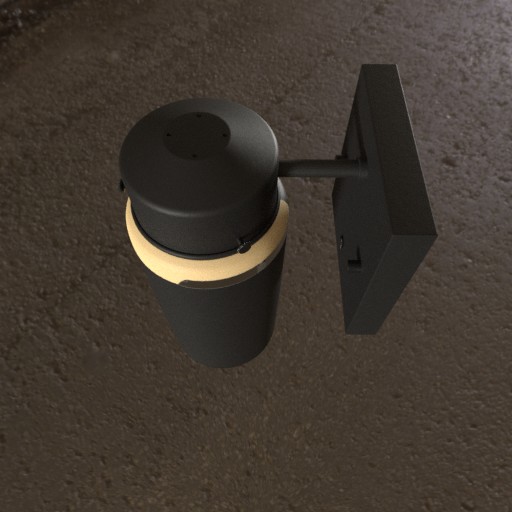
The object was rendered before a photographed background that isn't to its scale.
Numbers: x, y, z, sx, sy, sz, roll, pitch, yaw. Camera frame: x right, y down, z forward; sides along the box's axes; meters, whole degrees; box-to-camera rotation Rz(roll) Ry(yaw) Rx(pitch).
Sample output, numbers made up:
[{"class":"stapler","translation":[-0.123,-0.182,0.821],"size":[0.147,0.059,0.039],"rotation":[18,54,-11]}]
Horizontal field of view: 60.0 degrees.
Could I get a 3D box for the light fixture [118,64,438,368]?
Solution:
[{"class":"light fixture","translation":[0.000,0.000,0.354],"size":[0.176,0.257,0.130],"rotation":[1,59,0]}]
